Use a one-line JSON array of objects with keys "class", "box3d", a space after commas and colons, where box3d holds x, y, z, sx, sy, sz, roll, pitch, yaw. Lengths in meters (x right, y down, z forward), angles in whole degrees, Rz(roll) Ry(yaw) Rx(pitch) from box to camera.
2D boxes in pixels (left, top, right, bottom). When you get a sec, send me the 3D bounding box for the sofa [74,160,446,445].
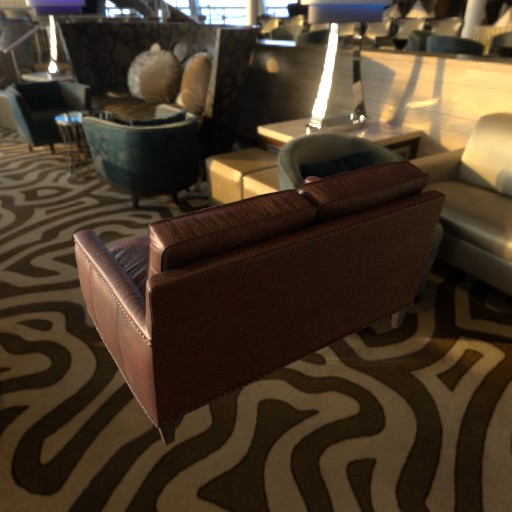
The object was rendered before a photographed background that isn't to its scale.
[{"class": "sofa", "box3d": [0.000, 0.000, 2.317, 1.628, 1.003, 1.083, -18, 34, -29]}]
